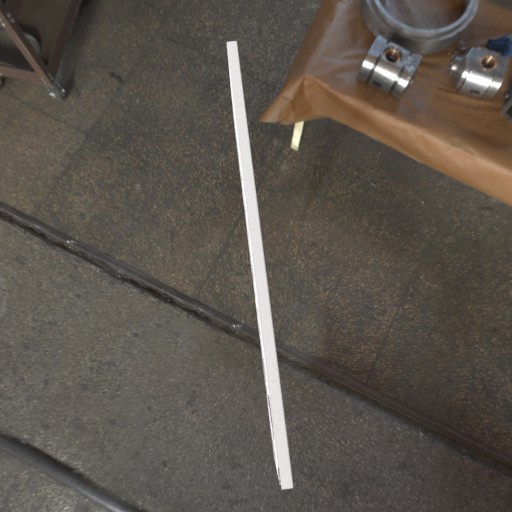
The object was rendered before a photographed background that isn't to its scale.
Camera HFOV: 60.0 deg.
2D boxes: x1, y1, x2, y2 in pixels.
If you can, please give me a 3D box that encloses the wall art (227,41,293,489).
[{"bbox_3d":[0.000,0.000,1.706,0.039,0.507,1.520,-7,76,-2],"label":"wall art"}]
